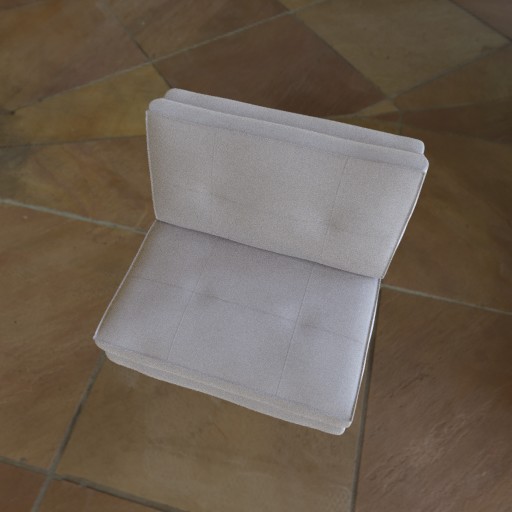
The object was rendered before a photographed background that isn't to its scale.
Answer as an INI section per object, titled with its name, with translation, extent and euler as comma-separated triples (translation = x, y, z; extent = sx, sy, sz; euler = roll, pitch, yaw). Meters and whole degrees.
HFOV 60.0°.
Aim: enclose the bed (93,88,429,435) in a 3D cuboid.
[bed]
translation = 0.000, 0.000, 1.331
extent = 0.799, 0.614, 0.749
euler = 15, 59, 9
